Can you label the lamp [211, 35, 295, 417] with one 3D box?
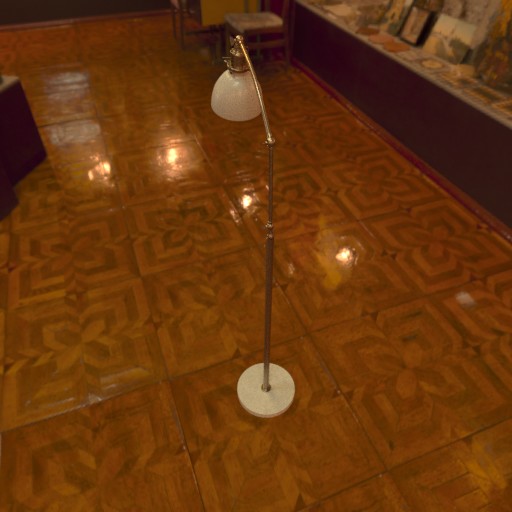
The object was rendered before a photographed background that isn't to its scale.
[{"bbox_3d":[0.000,0.000,1.808,0.288,1.586,0.599,-13,44,-14],"label":"lamp"}]
